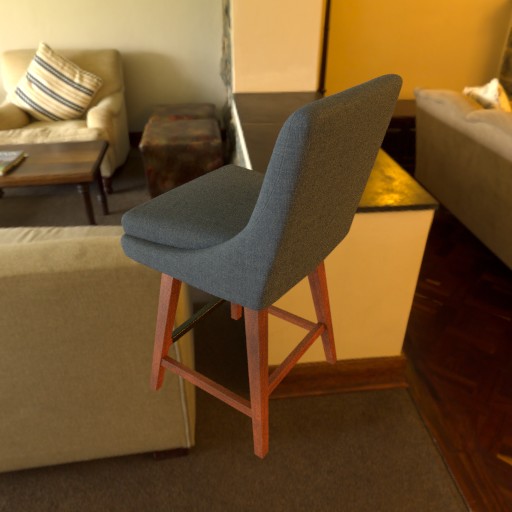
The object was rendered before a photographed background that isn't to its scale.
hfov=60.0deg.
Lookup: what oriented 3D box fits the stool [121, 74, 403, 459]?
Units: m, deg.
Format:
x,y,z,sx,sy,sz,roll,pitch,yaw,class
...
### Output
x,y,z,sx,sy,sz,roll,pitch,yaw,class
0.000,0.000,1.164,0.524,0.895,0.467,20,37,29,stool
